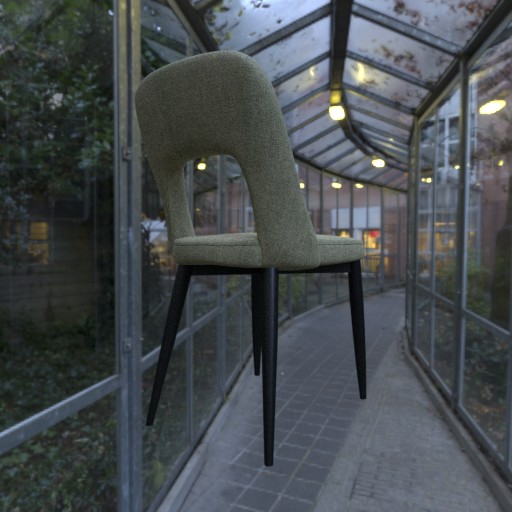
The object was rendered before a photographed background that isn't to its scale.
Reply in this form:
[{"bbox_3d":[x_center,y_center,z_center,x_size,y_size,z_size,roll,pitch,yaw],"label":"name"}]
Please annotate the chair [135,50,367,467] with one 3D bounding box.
[{"bbox_3d":[0.000,0.000,1.273,0.470,0.931,0.612,1,2,36],"label":"chair"}]
